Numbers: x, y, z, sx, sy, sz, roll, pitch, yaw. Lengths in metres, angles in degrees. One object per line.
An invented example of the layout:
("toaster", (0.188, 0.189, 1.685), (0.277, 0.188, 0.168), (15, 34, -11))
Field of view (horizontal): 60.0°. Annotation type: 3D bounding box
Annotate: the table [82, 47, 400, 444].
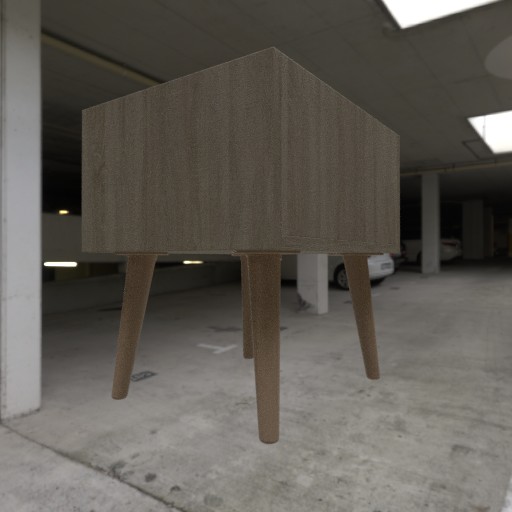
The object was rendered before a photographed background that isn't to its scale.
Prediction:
("table", (0.000, 0.000, 0.791), (0.370, 0.470, 0.450), (0, 0, 36))
